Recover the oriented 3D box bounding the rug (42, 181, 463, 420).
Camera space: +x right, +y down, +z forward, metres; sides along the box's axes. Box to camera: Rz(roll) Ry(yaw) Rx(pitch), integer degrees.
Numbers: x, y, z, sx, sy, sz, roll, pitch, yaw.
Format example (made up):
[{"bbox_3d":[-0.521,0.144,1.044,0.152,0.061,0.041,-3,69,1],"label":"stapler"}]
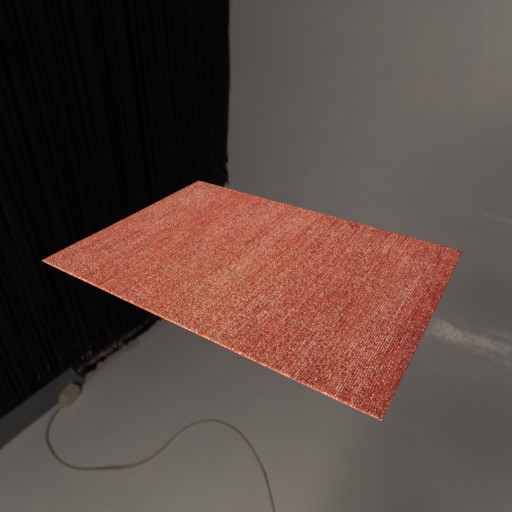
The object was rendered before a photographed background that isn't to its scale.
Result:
[{"bbox_3d":[0.000,0.000,5.105,3.965,0.025,2.803,19,36,27],"label":"rug"}]
